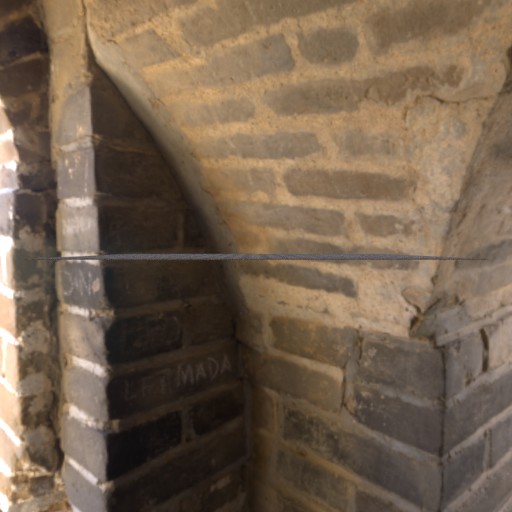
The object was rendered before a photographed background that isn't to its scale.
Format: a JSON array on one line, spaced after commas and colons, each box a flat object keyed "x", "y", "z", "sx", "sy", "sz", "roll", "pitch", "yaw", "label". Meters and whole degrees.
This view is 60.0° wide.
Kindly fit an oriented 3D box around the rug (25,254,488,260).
[{"x": 0.000, "y": 0.000, "z": 4.116, "sx": 3.045, "sy": 0.008, "sz": 2.421, "roll": 0, "pitch": 1, "yaw": 0, "label": "rug"}]
